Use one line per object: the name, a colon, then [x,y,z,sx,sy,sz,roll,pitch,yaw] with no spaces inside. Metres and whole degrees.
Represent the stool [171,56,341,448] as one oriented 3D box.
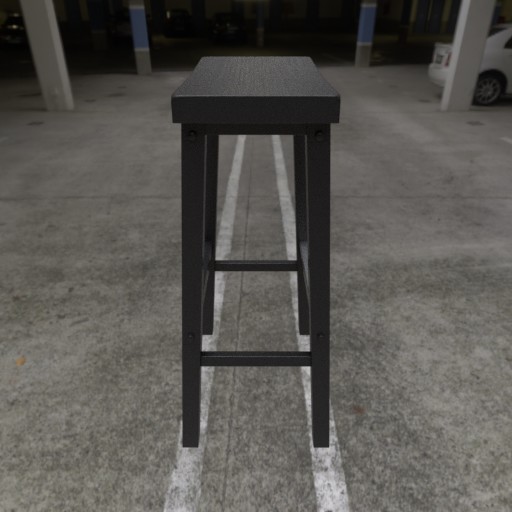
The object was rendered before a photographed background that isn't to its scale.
stool: [0.000,0.000,0.956,0.322,0.742,0.406,0,31,0]
